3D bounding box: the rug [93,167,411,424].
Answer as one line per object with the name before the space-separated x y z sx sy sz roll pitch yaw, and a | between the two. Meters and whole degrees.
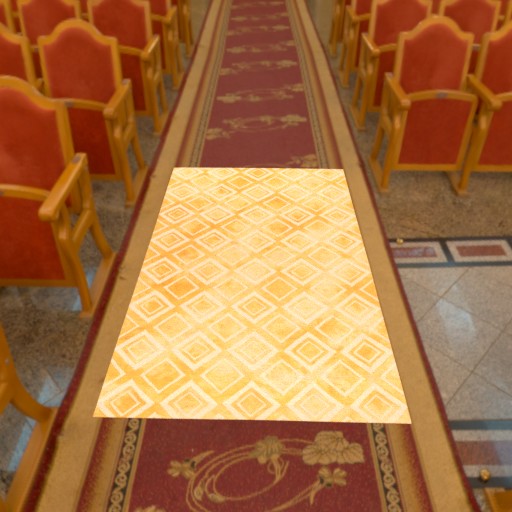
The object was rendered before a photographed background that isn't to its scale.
rug | 0.000 0.000 3.024 1.511 0.010 2.424 1 40 1
